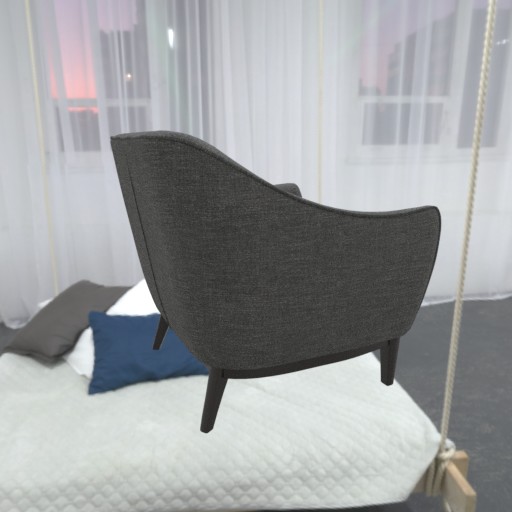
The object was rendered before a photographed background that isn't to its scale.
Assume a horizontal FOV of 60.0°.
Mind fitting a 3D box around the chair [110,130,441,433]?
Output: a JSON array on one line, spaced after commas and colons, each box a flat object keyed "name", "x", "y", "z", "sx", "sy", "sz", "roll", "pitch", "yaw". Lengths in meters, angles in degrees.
[{"name": "chair", "x": 0.000, "y": 0.000, "z": 1.547, "sx": 0.851, "sy": 0.829, "sz": 0.870, "roll": -7, "pitch": 16, "yaw": -25}]
